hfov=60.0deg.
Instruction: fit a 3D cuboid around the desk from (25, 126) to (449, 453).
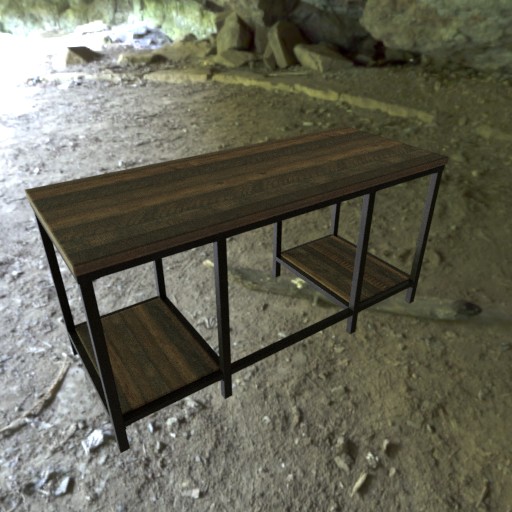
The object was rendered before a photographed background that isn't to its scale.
[{"bbox_3d":[0.000,0.000,1.897,1.538,0.753,0.617,-19,36,-29],"label":"desk"}]
